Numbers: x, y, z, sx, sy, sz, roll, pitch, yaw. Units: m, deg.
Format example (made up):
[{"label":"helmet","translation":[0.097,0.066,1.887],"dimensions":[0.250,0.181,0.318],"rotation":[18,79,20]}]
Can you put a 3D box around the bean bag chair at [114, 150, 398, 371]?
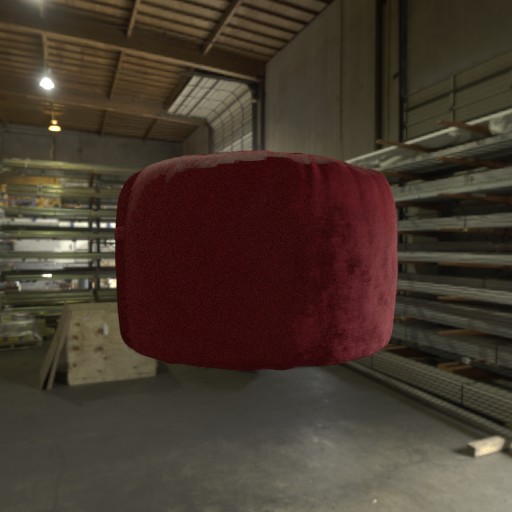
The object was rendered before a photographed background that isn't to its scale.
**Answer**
[{"label":"bean bag chair","translation":[0.000,0.000,1.998],"dimensions":[1.219,0.762,1.219],"rotation":[0,1,0]}]
